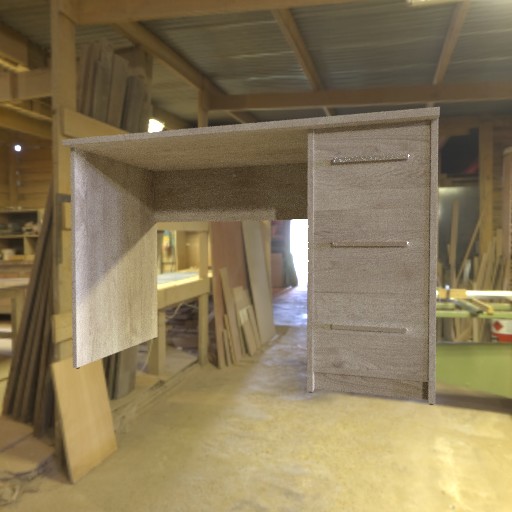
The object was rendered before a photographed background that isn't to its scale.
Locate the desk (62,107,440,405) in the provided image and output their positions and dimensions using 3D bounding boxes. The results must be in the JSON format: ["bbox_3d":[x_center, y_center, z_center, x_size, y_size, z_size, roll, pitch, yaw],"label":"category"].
[{"bbox_3d":[0.000,0.000,1.500,1.097,0.735,0.560,0,2,18],"label":"desk"}]
